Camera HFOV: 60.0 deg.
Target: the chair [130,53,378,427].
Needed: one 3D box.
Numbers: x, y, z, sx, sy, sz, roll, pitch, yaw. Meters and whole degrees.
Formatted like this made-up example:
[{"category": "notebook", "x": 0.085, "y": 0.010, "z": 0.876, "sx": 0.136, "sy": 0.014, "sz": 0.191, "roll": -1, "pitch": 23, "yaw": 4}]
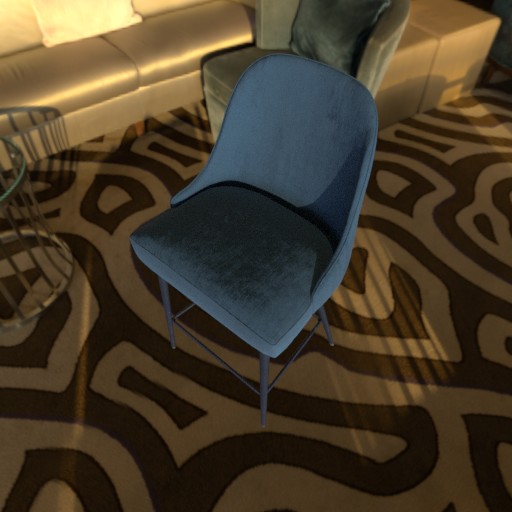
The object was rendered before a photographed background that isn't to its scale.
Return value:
[{"category": "chair", "x": 0.000, "y": 0.000, "z": 1.251, "sx": 0.526, "sy": 0.927, "sz": 0.489, "roll": 33, "pitch": 56, "yaw": 26}]
